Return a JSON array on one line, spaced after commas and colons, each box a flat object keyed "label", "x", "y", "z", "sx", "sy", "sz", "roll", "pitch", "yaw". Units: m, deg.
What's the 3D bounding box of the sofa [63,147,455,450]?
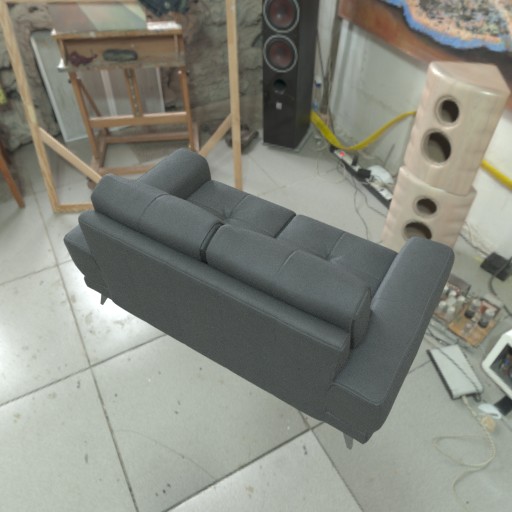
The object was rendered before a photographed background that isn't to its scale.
[{"label": "sofa", "x": 0.000, "y": 0.000, "z": 2.329, "sx": 1.806, "sy": 0.907, "sz": 1.018, "roll": 24, "pitch": 51, "yaw": 21}]
